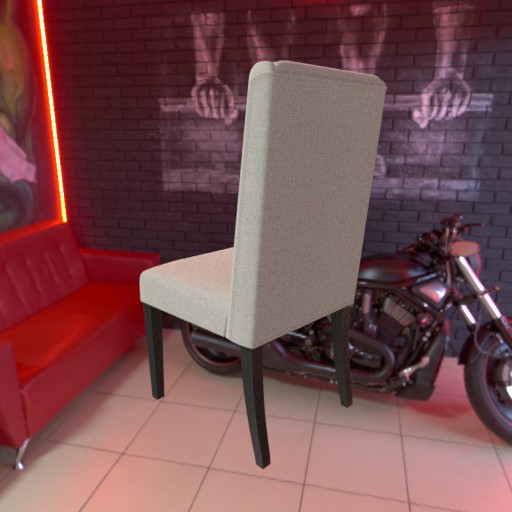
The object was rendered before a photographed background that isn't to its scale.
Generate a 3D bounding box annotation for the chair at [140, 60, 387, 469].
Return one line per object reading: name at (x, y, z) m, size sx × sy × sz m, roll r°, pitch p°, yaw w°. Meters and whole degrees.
chair at (0.000, 0.000, 1.281) m, size 0.474 × 0.961 × 0.523 m, roll -15°, pitch 21°, yaw -42°
